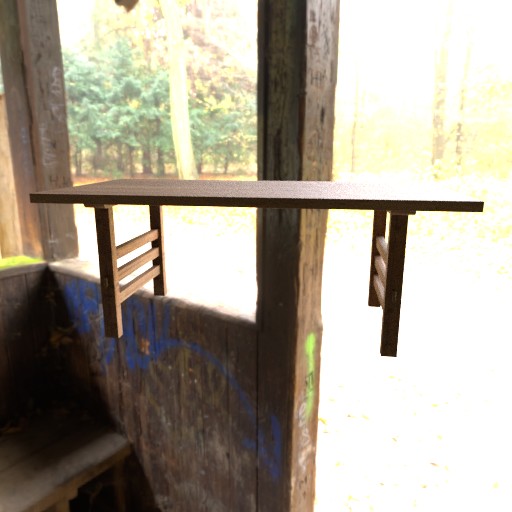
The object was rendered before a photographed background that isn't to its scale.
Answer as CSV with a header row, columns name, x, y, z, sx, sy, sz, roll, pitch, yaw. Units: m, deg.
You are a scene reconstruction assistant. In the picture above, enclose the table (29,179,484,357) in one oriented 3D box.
name,x,y,z,sx,sy,sz,roll,pitch,yaw
table,0.000,0.000,2.471,2.003,0.760,0.952,2,14,9
